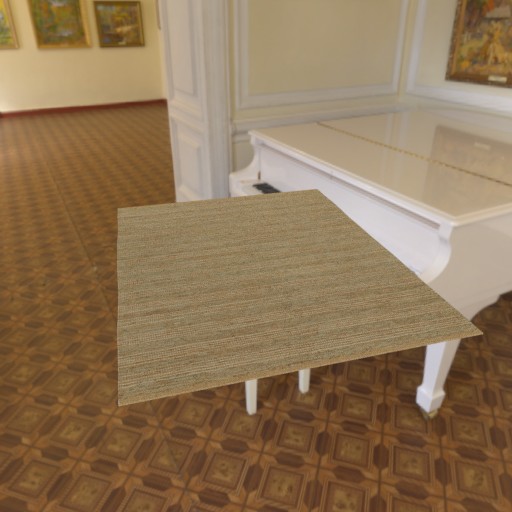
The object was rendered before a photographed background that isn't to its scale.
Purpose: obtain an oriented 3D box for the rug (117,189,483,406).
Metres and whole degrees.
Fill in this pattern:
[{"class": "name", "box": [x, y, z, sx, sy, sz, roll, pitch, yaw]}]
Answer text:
[{"class": "rug", "box": [0.000, 0.000, 4.089, 2.471, 0.012, 3.034, -7, 29, -13]}]
